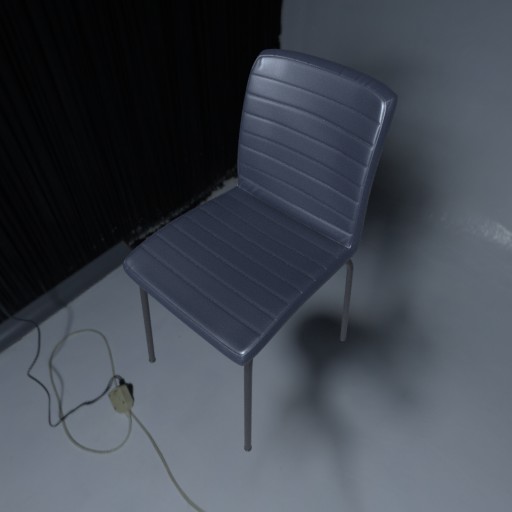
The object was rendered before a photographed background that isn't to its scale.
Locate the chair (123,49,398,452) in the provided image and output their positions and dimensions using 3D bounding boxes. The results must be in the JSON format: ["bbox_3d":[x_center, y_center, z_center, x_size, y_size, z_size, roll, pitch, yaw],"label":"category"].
[{"bbox_3d":[0.000,0.000,1.199,0.450,0.872,0.572,33,54,27],"label":"chair"}]
